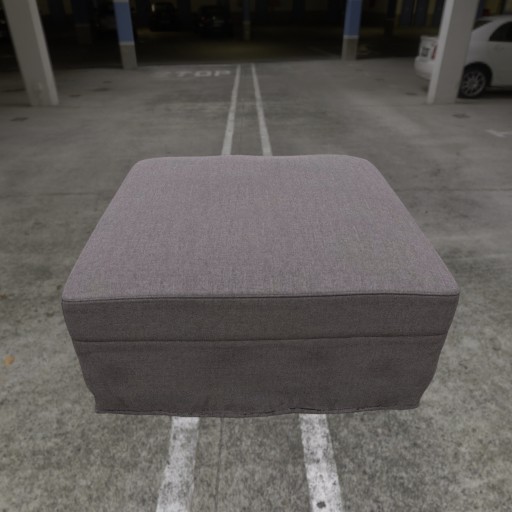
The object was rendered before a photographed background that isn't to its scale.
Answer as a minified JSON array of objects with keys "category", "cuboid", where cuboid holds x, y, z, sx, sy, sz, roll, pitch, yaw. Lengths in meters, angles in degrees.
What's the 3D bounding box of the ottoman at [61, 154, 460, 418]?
[{"category":"ottoman","cuboid":[0.000,0.000,1.322,0.843,0.436,0.840,-1,32,-1]}]
